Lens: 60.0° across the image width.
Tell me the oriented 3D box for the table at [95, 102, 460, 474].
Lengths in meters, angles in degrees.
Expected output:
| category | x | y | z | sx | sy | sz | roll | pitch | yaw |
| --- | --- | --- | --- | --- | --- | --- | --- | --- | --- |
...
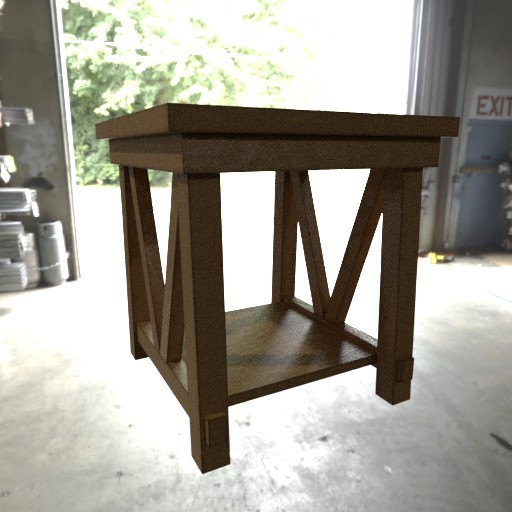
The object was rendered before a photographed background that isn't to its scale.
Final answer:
| category | x | y | z | sx | sy | sz | roll | pitch | yaw |
| --- | --- | --- | --- | --- | --- | --- | --- | --- | --- |
| table | 0.000 | 0.000 | 1.092 | 0.610 | 0.638 | 0.612 | -7 | 15 | -27 |
